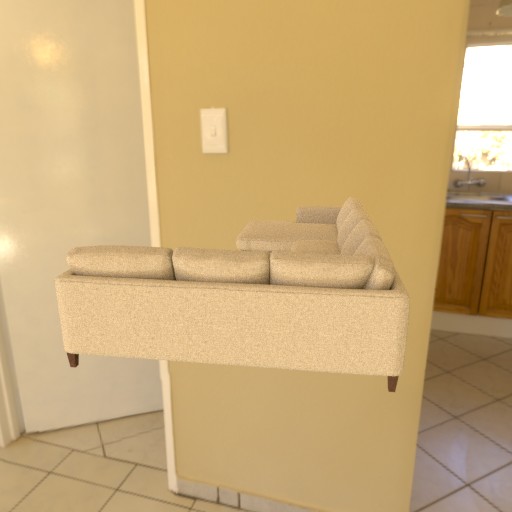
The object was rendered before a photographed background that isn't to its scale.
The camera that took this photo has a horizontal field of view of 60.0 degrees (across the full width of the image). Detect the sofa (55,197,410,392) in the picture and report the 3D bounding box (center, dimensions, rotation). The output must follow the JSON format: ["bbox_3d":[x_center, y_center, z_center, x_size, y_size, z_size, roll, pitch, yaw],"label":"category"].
[{"bbox_3d":[0.000,0.000,4.798,2.593,0.959,3.460,2,16,8],"label":"sofa"}]
